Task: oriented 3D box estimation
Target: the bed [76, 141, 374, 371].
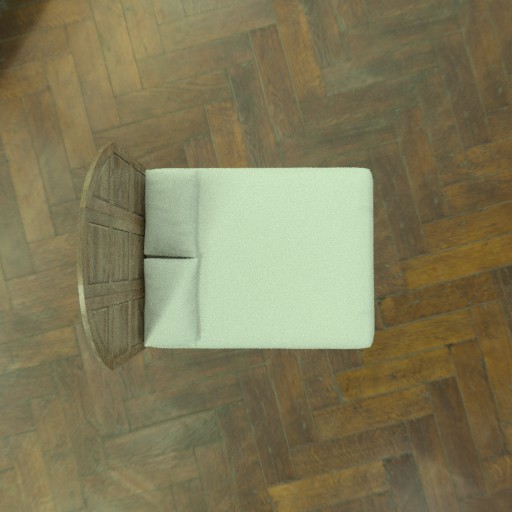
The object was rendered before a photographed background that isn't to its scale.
[{"bbox_3d":[0.000,0.000,3.563,2.112,2.002,1.713,0,89,1],"label":"bed"}]
